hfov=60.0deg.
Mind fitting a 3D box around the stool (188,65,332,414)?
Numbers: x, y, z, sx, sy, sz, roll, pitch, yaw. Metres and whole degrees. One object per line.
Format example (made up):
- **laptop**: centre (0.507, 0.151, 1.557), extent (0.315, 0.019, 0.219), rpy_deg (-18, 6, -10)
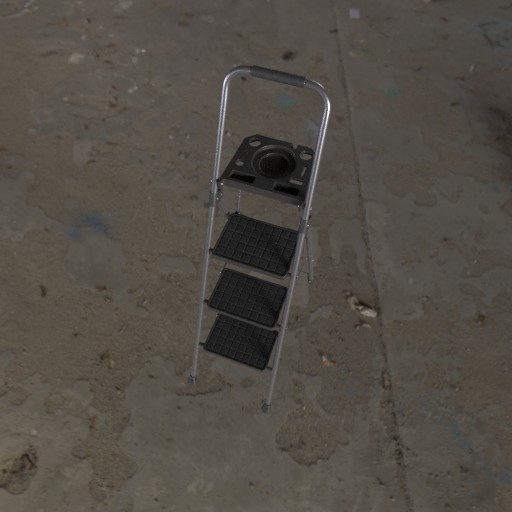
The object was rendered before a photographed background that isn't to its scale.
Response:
- **stool**: centre (0.000, 0.000, 1.604), extent (0.396, 1.277, 0.733), rpy_deg (17, 59, 11)
